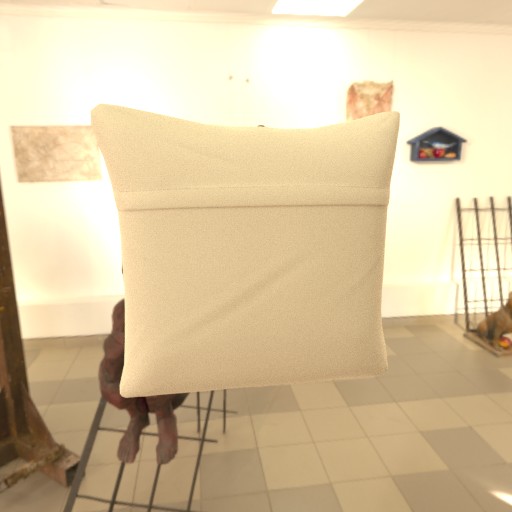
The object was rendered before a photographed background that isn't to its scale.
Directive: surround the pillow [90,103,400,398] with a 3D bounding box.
[{"bbox_3d":[0.000,0.000,0.730,0.484,0.470,0.192,-2,14,-8],"label":"pillow"}]
